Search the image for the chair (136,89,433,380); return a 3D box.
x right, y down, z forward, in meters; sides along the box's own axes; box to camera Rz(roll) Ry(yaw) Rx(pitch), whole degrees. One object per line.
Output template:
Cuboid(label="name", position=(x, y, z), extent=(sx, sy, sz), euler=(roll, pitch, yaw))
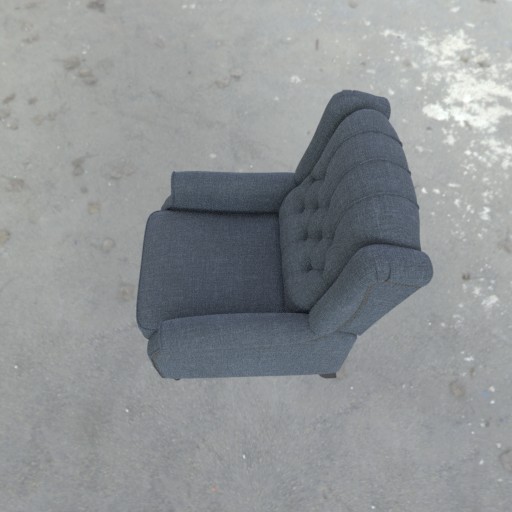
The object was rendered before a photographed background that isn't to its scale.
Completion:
Cuboid(label="chair", position=(0.000, 0.000, 1.660), extent=(0.898, 1.035, 0.742), euler=(-2, 60, -1))
